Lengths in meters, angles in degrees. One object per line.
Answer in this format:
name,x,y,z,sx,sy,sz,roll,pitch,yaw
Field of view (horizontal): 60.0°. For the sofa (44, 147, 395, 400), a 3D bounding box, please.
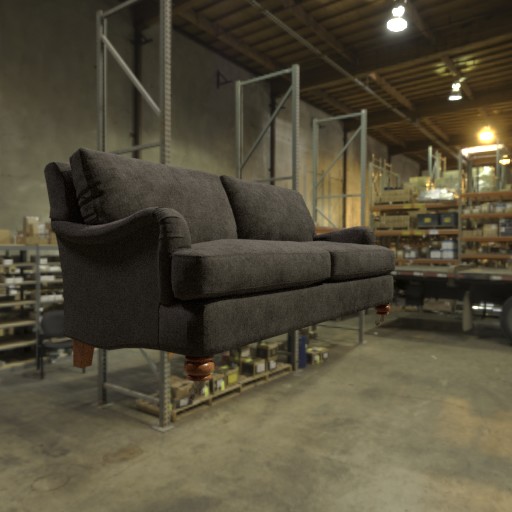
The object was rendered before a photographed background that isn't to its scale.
sofa,0.000,0.000,2.710,1.087,1.054,2.160,1,1,36
